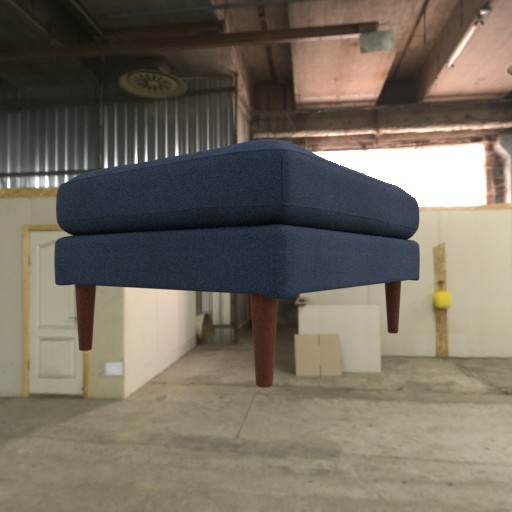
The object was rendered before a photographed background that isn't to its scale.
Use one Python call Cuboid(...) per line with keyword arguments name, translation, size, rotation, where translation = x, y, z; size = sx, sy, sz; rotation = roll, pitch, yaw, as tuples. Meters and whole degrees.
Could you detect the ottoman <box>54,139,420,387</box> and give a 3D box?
Cuboid(name="ottoman", translation=(0.000, 0.000, 1.251), size=(0.693, 0.474, 0.821), rotation=(0, -1, 35))
